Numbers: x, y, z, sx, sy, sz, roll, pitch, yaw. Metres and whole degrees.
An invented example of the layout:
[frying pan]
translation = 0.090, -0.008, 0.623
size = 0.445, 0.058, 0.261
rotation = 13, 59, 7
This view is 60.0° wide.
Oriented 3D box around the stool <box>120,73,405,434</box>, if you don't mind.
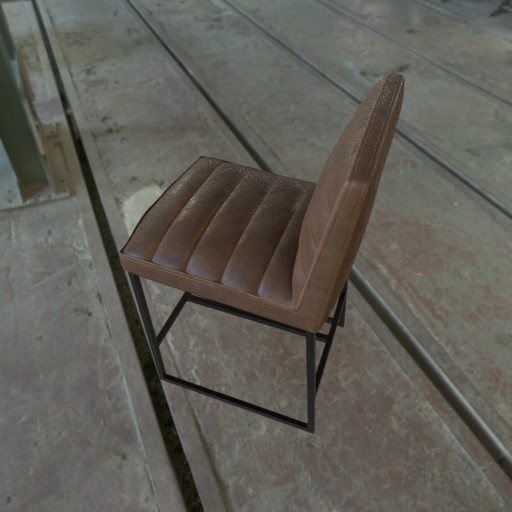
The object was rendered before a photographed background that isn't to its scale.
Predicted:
[stool]
translation = 0.000, 0.000, 1.226
size = 0.562, 0.942, 0.463
rotation = 15, 47, 14
